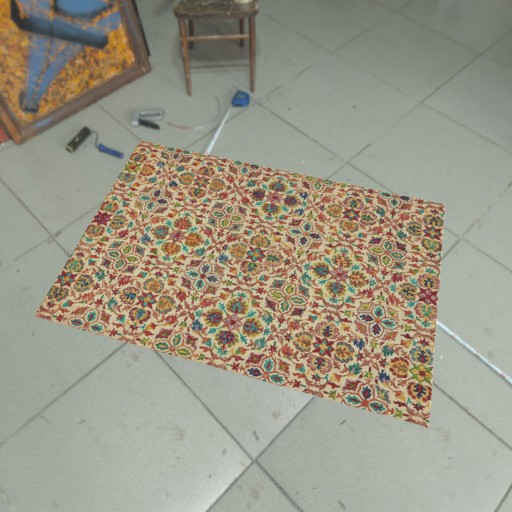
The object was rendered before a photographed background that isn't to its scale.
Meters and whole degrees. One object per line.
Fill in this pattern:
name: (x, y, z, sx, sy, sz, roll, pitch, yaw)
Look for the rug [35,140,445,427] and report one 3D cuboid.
rug: (0.000, 0.000, 2.282, 1.838, 0.013, 1.226, 14, 59, 8)
